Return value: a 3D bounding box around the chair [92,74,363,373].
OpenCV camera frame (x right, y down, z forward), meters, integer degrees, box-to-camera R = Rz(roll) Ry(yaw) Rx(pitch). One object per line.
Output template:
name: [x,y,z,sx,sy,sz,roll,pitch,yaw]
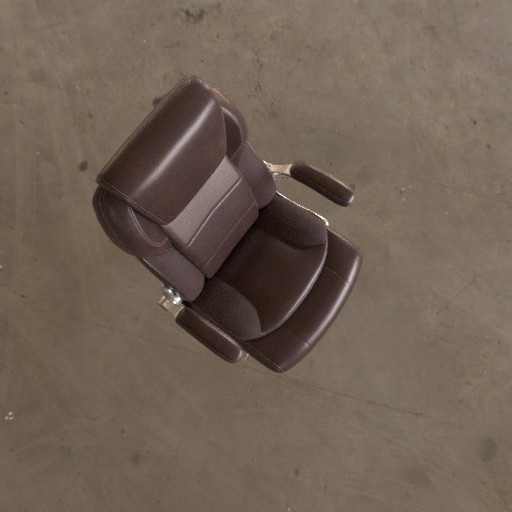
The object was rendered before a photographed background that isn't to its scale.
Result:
chair: [0.000,0.000,1.635,0.774,1.160,0.733,35,78,8]
